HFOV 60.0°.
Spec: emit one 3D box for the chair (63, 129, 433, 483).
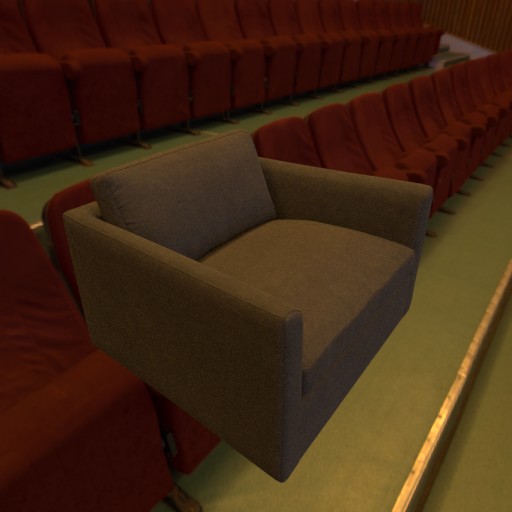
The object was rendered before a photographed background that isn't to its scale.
[{"bbox_3d":[0.000,0.000,1.872,1.091,0.845,1.190,19,34,31],"label":"chair"}]
